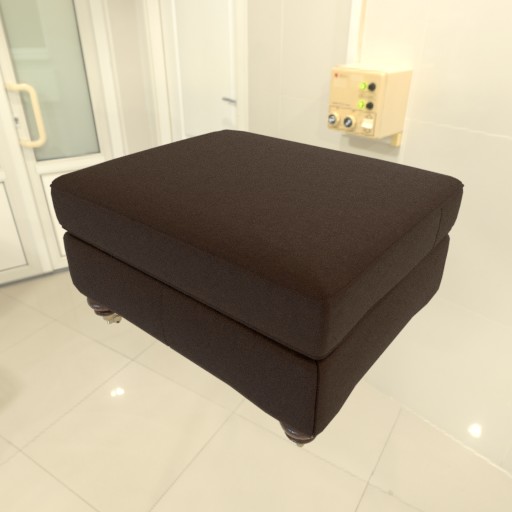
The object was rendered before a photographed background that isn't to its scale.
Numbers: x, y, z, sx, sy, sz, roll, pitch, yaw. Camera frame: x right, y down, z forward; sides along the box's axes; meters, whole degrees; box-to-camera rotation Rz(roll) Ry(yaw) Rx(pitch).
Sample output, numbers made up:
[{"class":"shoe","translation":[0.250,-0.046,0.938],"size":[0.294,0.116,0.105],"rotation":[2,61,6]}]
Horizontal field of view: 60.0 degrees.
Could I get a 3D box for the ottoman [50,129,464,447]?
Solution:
[{"class":"ottoman","translation":[0.000,0.000,1.743],"size":[1.187,0.730,0.967],"rotation":[22,36,33]}]
